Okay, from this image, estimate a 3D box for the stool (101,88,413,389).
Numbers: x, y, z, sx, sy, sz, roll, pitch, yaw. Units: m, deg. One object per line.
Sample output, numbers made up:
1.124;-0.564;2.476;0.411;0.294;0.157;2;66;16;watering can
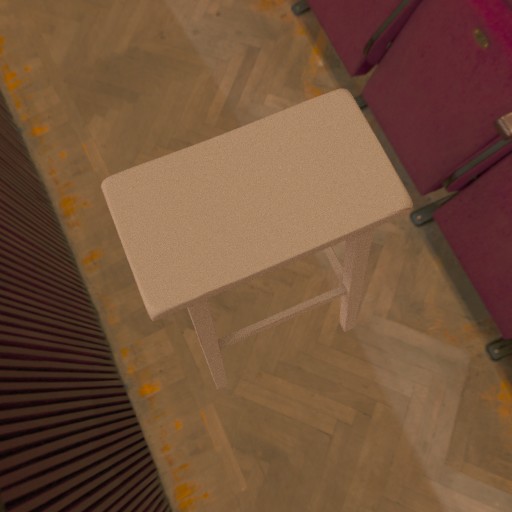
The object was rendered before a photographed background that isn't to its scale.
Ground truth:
0.000;0.000;1.054;0.457;0.737;0.476;-23;75;-6;stool
